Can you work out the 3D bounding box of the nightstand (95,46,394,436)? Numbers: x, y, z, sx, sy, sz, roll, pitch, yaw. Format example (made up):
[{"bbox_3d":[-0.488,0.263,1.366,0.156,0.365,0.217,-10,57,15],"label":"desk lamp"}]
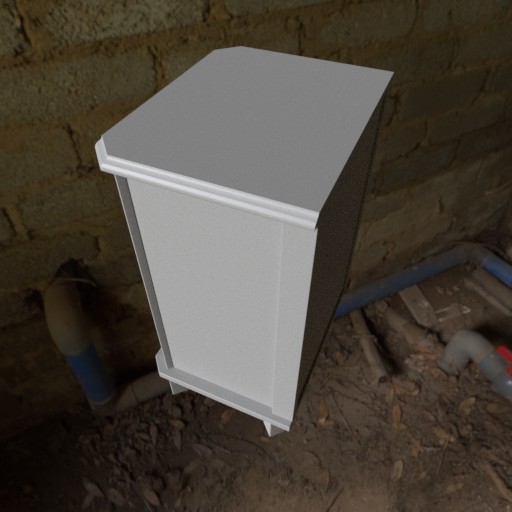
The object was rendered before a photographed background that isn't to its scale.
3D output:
[{"bbox_3d":[0.000,0.000,0.943,0.350,0.680,0.450,17,48,17],"label":"nightstand"}]
